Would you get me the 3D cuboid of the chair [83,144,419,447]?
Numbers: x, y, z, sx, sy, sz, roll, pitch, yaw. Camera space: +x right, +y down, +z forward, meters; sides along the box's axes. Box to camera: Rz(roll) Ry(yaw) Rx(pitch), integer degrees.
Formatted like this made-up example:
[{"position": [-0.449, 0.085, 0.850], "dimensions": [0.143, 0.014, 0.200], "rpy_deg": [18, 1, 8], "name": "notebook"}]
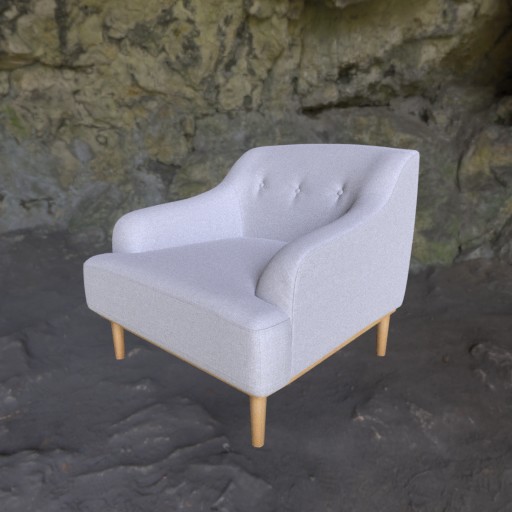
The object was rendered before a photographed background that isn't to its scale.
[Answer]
[{"position": [0.000, 0.000, 1.670], "dimensions": [0.946, 0.818, 0.951], "rpy_deg": [13, 19, 42], "name": "chair"}]
